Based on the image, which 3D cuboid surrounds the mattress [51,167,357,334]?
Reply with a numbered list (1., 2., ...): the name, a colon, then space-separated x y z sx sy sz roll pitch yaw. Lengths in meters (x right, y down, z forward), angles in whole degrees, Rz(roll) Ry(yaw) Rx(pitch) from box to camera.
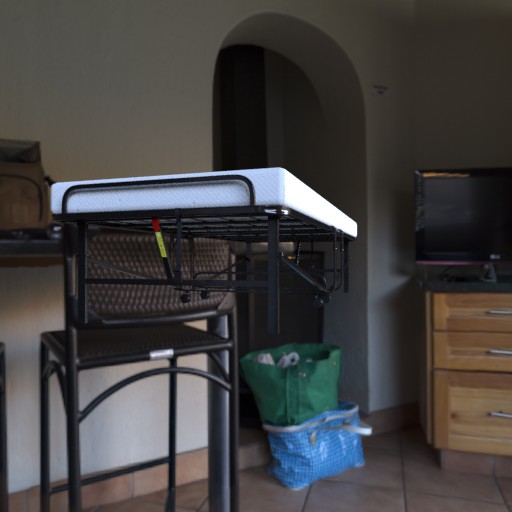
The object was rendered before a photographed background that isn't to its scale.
1. mattress: 0.000 0.000 2.447 0.922 0.519 2.153 0 -1 19
